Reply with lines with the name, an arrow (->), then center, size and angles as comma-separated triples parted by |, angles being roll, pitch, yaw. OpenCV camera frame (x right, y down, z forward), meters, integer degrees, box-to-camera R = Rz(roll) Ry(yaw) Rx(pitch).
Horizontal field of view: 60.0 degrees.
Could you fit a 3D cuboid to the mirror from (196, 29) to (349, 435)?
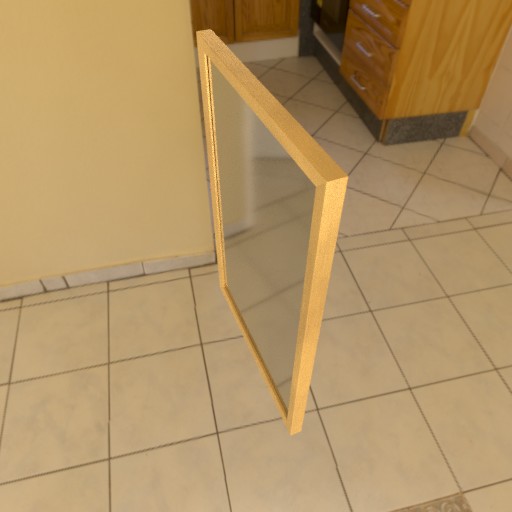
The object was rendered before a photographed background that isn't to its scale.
mirror -> 0.000, 0.000, 1.156 | 0.040, 0.915, 0.609 | -17, 49, -15
